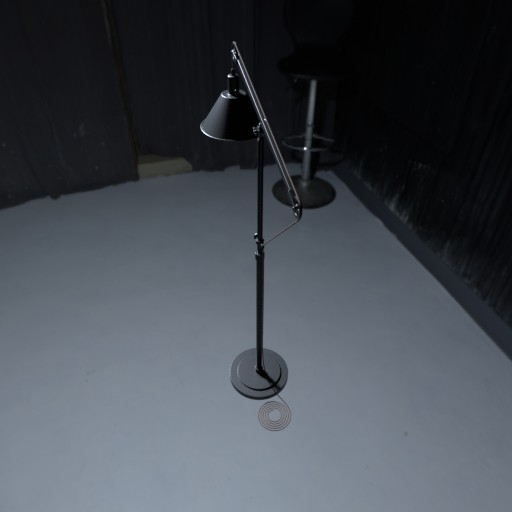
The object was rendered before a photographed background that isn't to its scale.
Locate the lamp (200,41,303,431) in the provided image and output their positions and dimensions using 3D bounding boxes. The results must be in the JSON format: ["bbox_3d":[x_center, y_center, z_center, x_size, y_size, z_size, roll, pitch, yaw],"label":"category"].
[{"bbox_3d":[0.000,0.000,1.960,0.319,1.626,0.904,-11,42,-13],"label":"lamp"}]
